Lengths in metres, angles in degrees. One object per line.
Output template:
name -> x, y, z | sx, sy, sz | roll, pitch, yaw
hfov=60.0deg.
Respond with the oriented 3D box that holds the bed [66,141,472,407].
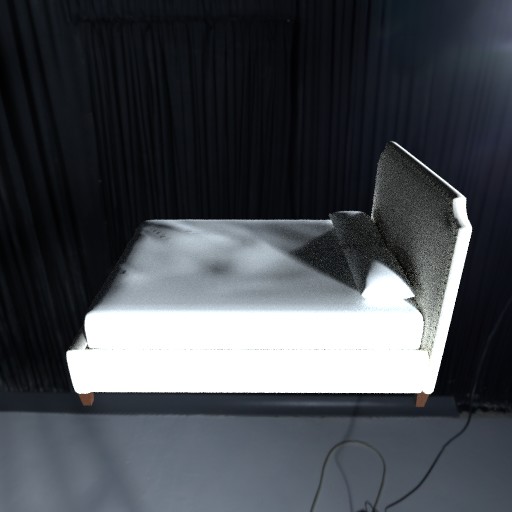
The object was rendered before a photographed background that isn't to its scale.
bed -> 0.000, 0.000, 3.374 | 2.365, 1.443, 1.712 | 0, 26, 0
